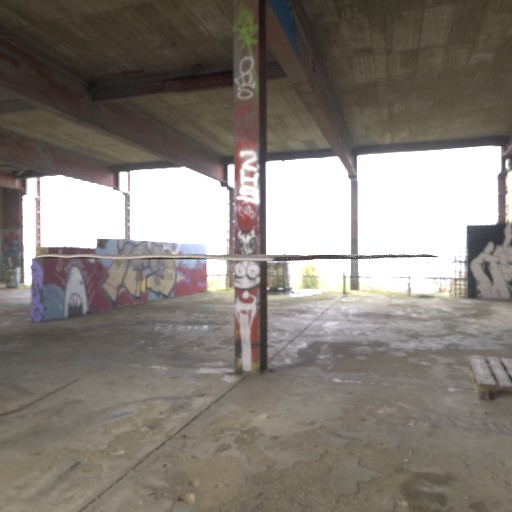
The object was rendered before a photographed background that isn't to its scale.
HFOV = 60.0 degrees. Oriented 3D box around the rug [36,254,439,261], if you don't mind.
[{"bbox_3d":[0.000,0.000,0.909,0.551,0.008,0.642,0,0,38],"label":"rug"}]
